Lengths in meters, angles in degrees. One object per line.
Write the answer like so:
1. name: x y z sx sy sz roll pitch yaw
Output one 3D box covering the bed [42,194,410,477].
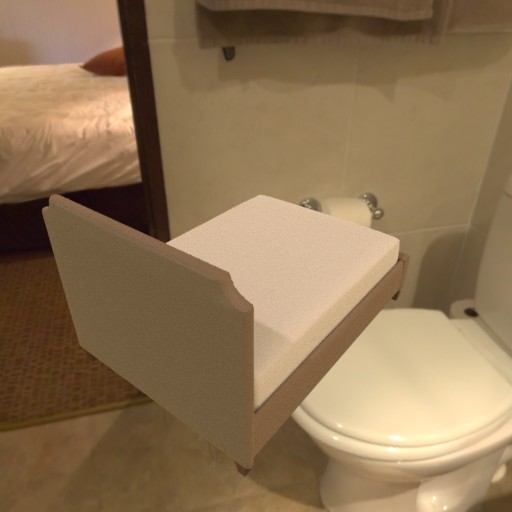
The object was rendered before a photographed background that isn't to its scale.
1. bed: 0.000 0.000 3.484 1.713 1.443 2.372 22 38 32
